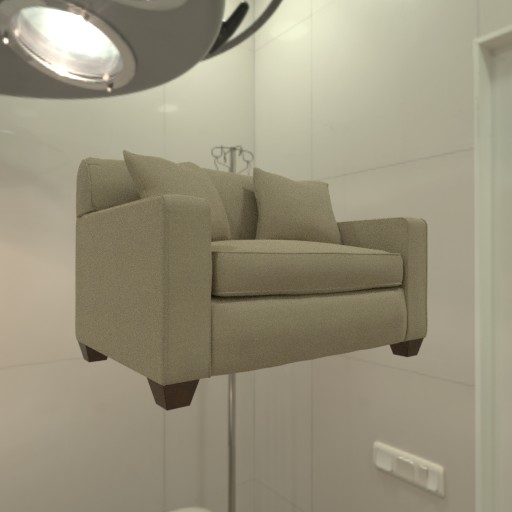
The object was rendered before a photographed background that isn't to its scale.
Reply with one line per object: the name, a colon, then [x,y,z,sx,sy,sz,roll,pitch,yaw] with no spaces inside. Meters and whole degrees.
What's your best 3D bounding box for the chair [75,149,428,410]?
chair: [0.000,0.000,2.077,1.383,0.948,1.000,0,-1,-37]
